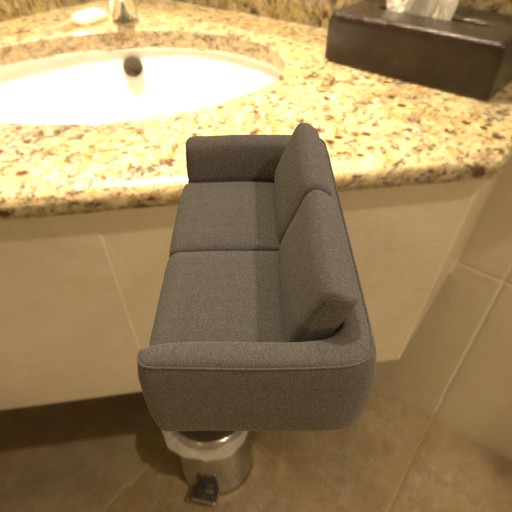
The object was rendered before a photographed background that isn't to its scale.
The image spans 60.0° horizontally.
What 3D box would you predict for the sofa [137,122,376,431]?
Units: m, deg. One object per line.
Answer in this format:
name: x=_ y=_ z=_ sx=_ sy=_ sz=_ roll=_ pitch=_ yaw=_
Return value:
sofa: x=0.000 y=0.000 z=2.259 sx=0.920 sy=0.870 sz=1.700 roll=0 pitch=42 yaw=0
